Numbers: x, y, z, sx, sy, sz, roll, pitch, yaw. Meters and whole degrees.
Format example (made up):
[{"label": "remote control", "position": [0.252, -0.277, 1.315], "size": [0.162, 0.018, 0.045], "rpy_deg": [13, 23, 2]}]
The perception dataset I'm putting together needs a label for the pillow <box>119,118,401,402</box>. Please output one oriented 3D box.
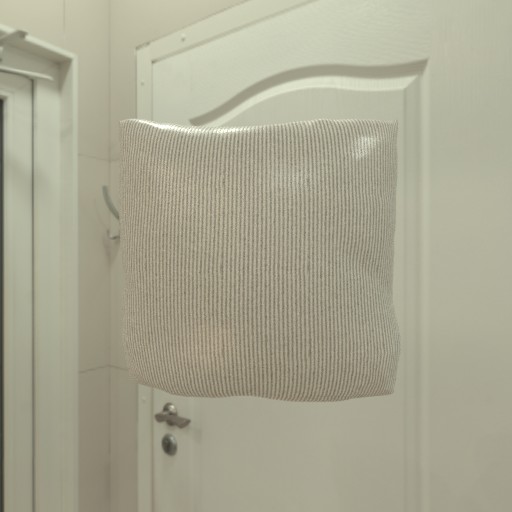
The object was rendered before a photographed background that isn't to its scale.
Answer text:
[{"label": "pillow", "position": [0.000, 0.000, 0.682], "size": [0.387, 0.432, 0.310], "rpy_deg": [0, 0, 36]}]
